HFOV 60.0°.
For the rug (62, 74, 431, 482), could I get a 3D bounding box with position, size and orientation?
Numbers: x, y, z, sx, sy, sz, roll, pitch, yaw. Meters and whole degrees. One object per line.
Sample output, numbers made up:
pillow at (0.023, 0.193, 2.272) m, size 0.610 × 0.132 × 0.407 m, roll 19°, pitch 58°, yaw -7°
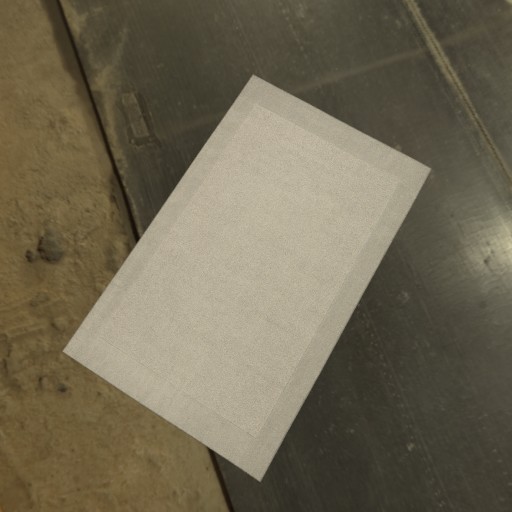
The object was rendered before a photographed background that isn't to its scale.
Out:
rug at (0.000, 0.000, 3.074) m, size 1.524 × 0.014 × 2.438 m, roll 30°, pitch 78°, yaw 7°
